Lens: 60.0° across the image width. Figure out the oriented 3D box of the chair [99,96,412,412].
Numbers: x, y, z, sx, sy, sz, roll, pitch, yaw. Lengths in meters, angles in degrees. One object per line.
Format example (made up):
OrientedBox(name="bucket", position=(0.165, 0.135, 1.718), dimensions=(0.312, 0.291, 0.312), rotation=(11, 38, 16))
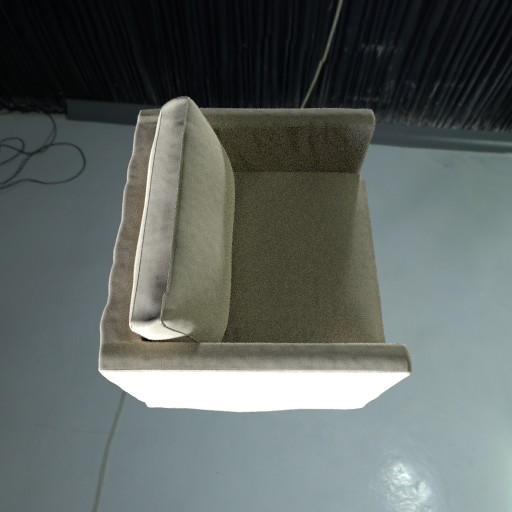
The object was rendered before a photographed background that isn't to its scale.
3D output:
OrientedBox(name="chair", position=(0.000, 0.000, 1.740), dimensions=(0.949, 0.867, 1.057), rotation=(0, 63, 0))
